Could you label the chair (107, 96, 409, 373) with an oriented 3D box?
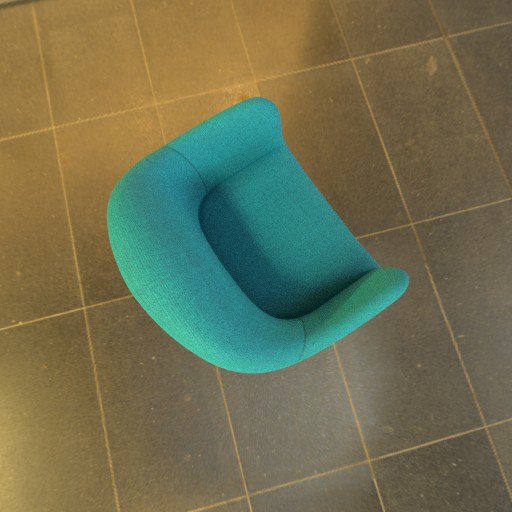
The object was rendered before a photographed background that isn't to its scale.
[{"bbox_3d":[0.000,0.000,1.195,0.550,0.795,0.590,-34,78,-8],"label":"chair"}]
